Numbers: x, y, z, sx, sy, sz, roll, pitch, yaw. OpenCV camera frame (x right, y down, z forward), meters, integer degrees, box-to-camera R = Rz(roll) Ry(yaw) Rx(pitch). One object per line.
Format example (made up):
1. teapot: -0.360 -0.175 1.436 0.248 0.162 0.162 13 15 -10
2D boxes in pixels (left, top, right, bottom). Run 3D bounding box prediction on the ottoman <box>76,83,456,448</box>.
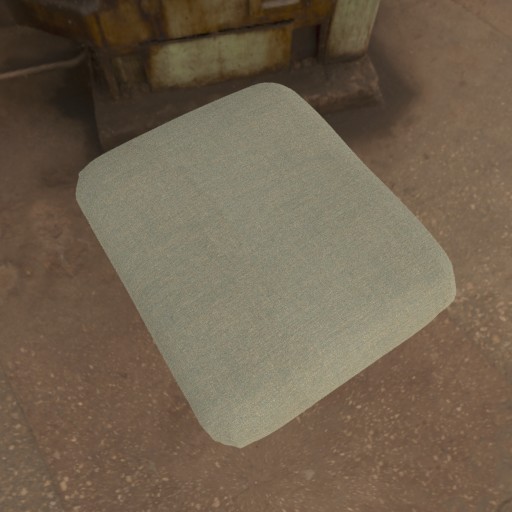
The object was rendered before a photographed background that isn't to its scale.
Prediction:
1. ottoman: 0.000 0.000 1.116 0.622 0.450 0.747 -30 67 -14
